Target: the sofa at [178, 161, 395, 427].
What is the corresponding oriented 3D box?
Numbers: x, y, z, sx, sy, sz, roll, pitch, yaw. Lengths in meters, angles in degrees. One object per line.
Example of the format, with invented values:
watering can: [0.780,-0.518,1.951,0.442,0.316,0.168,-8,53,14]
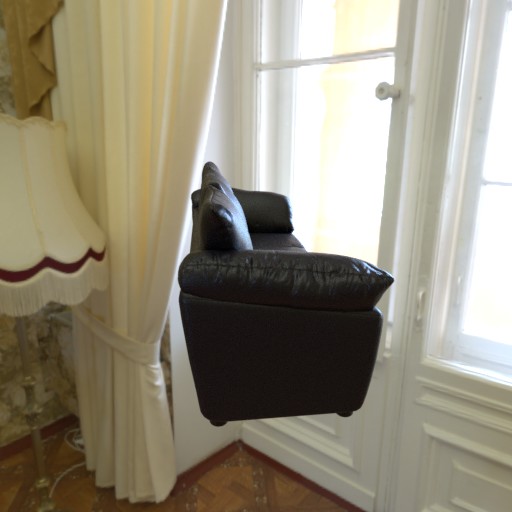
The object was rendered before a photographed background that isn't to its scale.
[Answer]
sofa: [0.000,0.000,2.905,0.880,1.073,2.336,-2,16,-6]
